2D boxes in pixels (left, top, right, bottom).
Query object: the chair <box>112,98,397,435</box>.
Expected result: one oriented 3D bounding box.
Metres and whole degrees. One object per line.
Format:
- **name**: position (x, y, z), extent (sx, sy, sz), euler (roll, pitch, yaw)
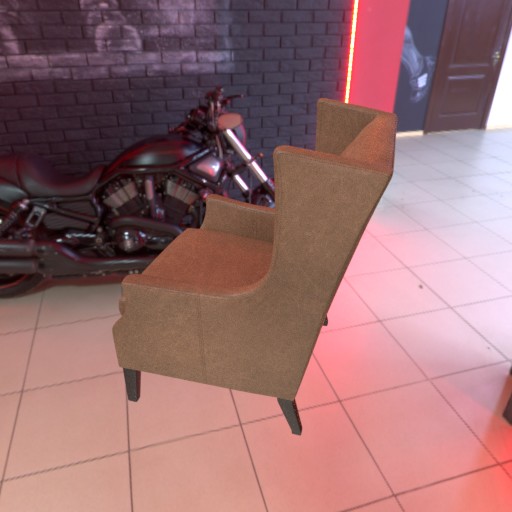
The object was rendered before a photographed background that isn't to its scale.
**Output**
- **chair**: position (0.000, 0.000, 1.746), extent (0.913, 1.088, 0.815), euler (8, 31, 14)
